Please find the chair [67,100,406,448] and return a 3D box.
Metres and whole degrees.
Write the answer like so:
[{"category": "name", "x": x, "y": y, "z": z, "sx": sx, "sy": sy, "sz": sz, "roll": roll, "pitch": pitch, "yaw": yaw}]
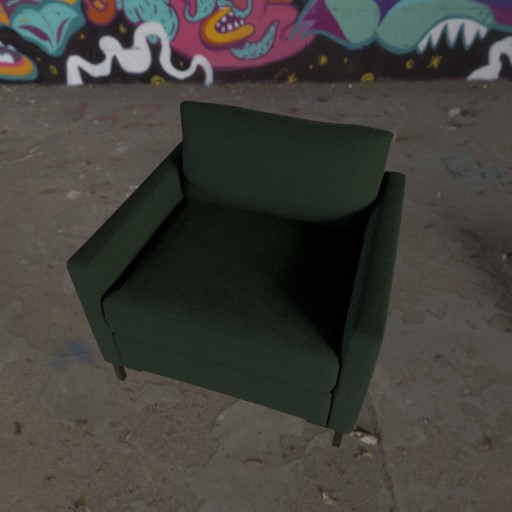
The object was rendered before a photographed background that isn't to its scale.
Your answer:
[{"category": "chair", "x": 0.000, "y": 0.000, "z": 1.628, "sx": 0.963, "sy": 0.861, "sz": 0.866, "roll": 12, "pitch": 43, "yaw": 13}]
